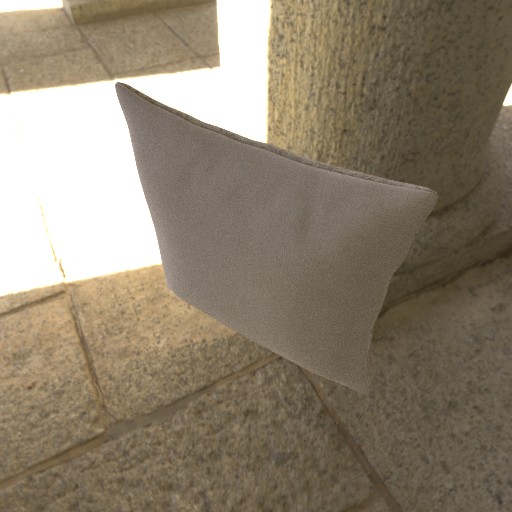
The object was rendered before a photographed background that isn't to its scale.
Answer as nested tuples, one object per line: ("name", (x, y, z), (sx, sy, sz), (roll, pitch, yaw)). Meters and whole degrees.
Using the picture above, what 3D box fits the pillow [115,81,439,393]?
("pillow", (0.000, 0.000, 0.790), (0.523, 0.510, 0.166), (25, 52, 22))
